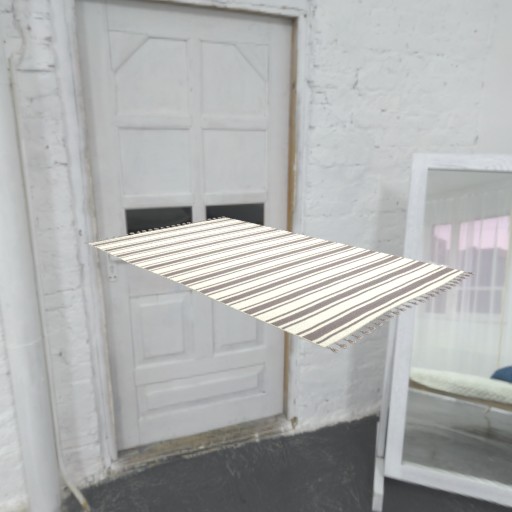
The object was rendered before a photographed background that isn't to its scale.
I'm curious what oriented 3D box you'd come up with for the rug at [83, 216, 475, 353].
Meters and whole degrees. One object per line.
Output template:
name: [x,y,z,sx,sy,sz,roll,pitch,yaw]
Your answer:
rug: [0.000,0.000,2.655,1.229,0.011,2.096,-15,22,-42]
